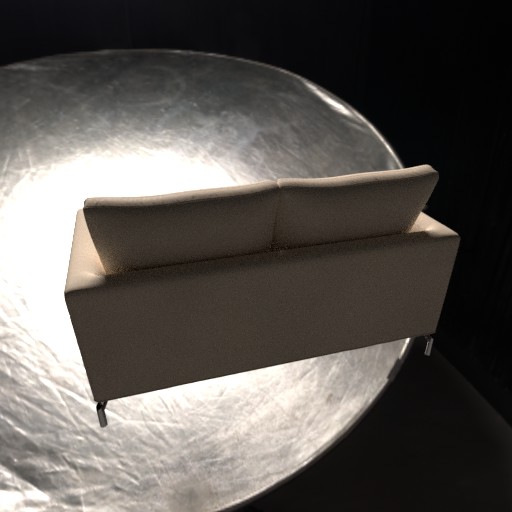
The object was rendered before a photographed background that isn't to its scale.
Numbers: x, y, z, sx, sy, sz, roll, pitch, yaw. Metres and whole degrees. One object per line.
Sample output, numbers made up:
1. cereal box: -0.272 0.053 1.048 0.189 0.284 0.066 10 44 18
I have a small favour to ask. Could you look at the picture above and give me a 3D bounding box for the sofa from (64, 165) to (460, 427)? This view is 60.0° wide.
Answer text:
1. sofa: 0.000 0.000 2.303 1.739 0.995 0.906 -8 29 -15
